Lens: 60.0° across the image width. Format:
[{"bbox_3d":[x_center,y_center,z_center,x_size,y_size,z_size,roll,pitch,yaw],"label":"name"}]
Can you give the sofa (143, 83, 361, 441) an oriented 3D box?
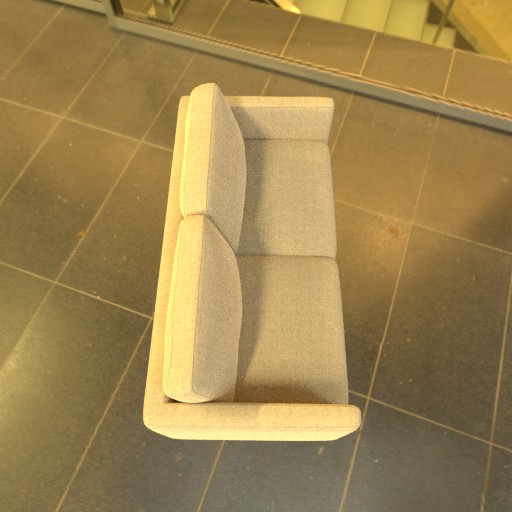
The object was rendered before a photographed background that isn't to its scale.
[{"bbox_3d":[0.000,0.000,2.490,0.950,0.963,1.884,1,64,0],"label":"sofa"}]
